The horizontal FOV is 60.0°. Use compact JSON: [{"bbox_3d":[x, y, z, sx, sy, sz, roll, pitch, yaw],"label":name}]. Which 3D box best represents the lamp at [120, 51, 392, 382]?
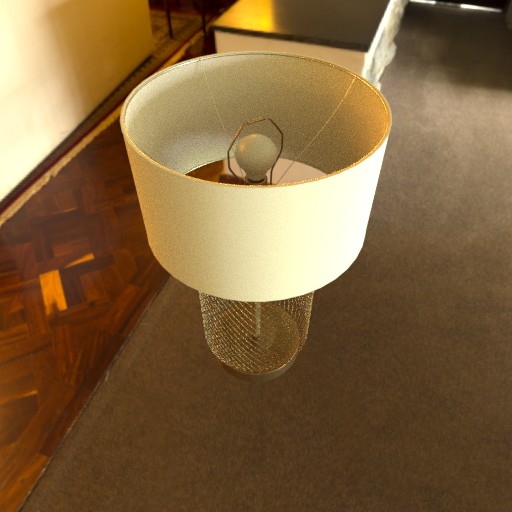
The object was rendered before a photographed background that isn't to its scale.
[{"bbox_3d":[0.000,0.000,0.795,0.353,0.578,0.353,0,47,0],"label":"lamp"}]
